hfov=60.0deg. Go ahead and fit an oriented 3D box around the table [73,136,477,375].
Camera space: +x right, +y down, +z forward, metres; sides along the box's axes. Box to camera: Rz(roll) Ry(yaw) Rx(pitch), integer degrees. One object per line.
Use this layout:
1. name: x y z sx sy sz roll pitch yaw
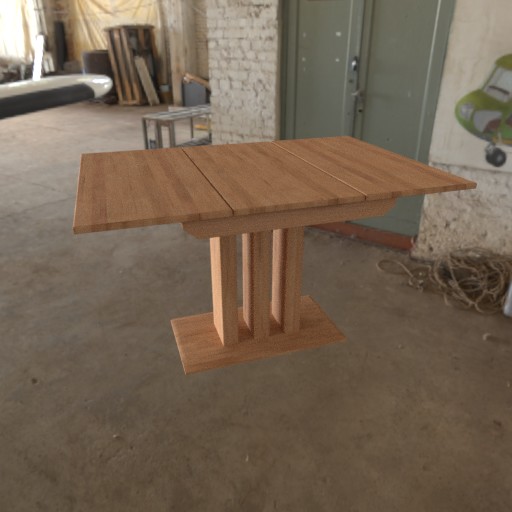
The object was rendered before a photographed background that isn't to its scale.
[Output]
1. table: 0.000 0.000 1.886 1.300 0.770 0.900 -8 27 -16
